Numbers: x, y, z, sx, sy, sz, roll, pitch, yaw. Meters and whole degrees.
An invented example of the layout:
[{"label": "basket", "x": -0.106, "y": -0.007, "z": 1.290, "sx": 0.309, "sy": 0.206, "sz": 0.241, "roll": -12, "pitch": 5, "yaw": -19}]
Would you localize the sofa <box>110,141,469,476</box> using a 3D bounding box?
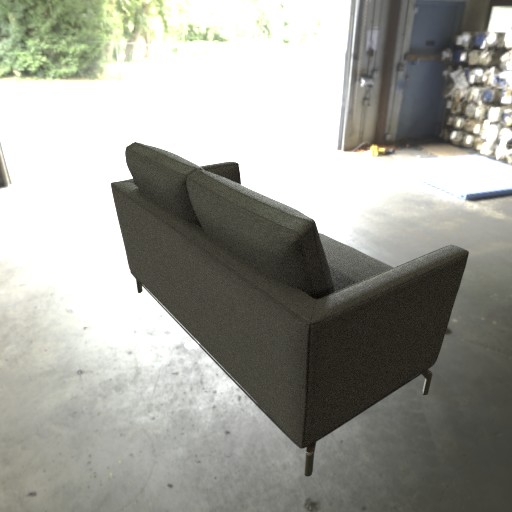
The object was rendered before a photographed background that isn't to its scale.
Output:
[{"label": "sofa", "x": 0.000, "y": 0.000, "z": 2.084, "sx": 0.803, "sy": 0.924, "sz": 1.594, "roll": -18, "pitch": 32, "yaw": -31}]
